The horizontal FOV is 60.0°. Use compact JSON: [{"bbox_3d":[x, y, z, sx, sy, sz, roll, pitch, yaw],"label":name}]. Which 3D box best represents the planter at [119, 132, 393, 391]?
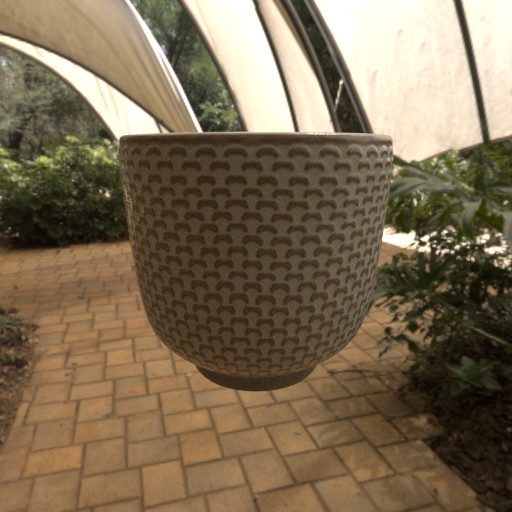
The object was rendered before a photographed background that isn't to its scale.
[{"bbox_3d":[0.000,0.000,0.307,0.173,0.160,0.173,0,14,0],"label":"planter"}]
